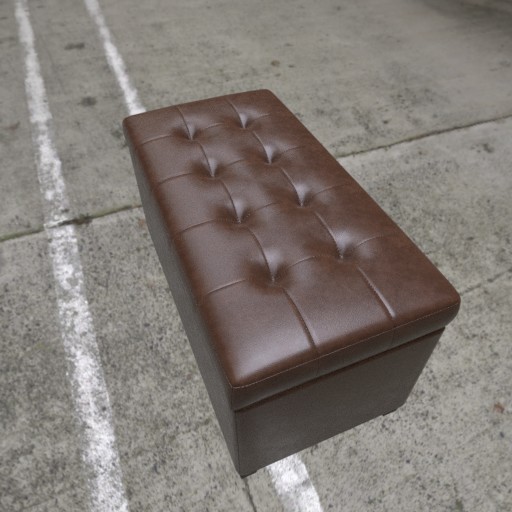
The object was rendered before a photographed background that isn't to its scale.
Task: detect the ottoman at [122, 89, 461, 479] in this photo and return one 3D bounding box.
[{"bbox_3d":[0.000,0.000,1.106,0.432,0.470,0.838,-17,49,-15],"label":"ottoman"}]
